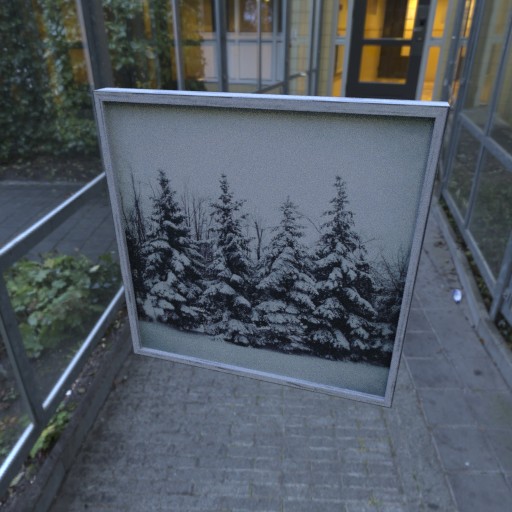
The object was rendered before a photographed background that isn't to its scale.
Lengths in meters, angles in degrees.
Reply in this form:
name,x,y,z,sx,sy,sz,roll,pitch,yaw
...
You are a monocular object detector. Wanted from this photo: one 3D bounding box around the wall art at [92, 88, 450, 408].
name,x,y,z,sx,sy,sz,roll,pitch,yaw
wall art,0.000,0.000,0.738,0.506,0.506,0.038,8,28,15
